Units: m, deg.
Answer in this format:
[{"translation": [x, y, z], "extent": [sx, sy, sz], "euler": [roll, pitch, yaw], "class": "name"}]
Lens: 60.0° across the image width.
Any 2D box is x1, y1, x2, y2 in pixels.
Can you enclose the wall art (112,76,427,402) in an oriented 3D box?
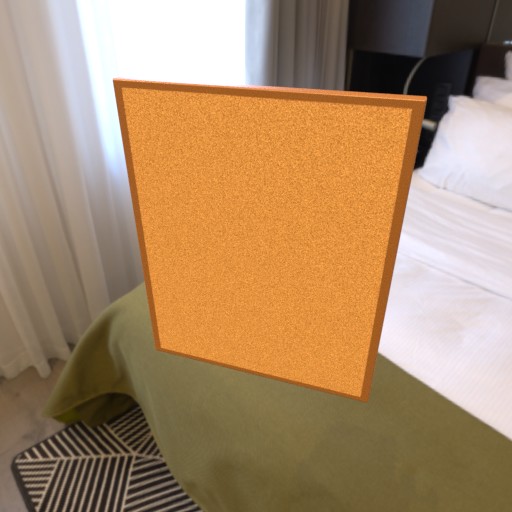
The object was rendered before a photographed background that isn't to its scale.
[{"translation": [0.000, 0.000, 0.522], "extent": [0.310, 0.379, 0.015], "euler": [10, 33, 16], "class": "wall art"}]
